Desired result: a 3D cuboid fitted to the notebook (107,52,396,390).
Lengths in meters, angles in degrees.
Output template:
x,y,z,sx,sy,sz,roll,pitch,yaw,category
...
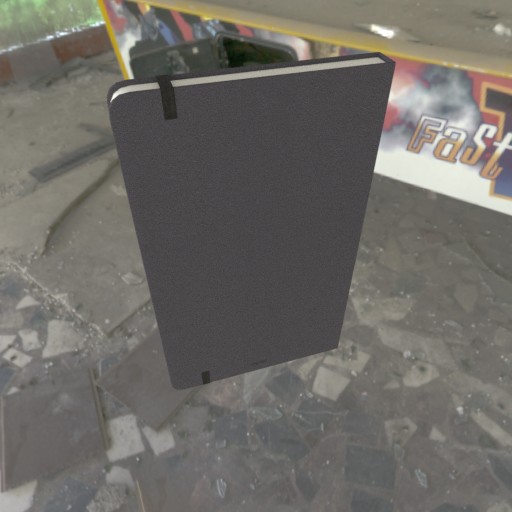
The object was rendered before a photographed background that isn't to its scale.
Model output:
x,y,z,sx,sy,sz,roll,pitch,yaw,category
0.000,0.000,0.261,0.127,0.213,0.016,-12,43,-13,notebook
